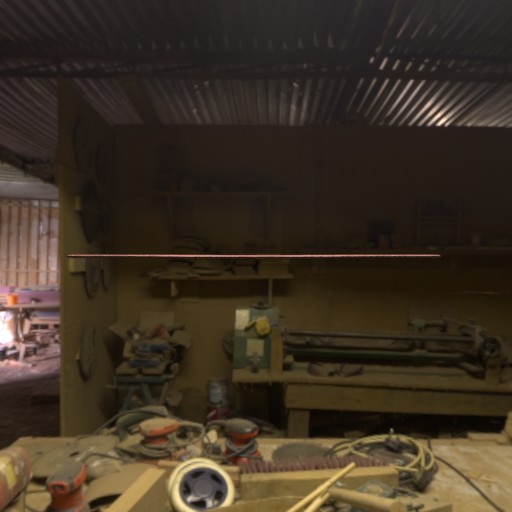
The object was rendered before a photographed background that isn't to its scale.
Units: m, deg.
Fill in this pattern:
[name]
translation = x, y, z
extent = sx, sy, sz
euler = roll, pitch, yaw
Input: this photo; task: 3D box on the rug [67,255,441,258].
[rug]
translation = 0.000, 0.000, 2.217
extent = 1.139, 0.011, 1.747
euler = 0, 0, 1
